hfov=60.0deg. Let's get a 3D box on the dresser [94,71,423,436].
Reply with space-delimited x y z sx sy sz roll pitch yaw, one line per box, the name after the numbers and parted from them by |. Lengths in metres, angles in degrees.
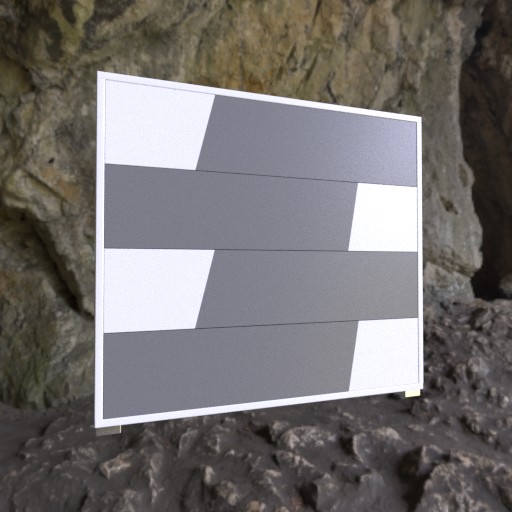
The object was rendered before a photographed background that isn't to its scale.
0.000 0.000 1.611 1.100 1.000 0.460 0 -1 -20 | dresser
